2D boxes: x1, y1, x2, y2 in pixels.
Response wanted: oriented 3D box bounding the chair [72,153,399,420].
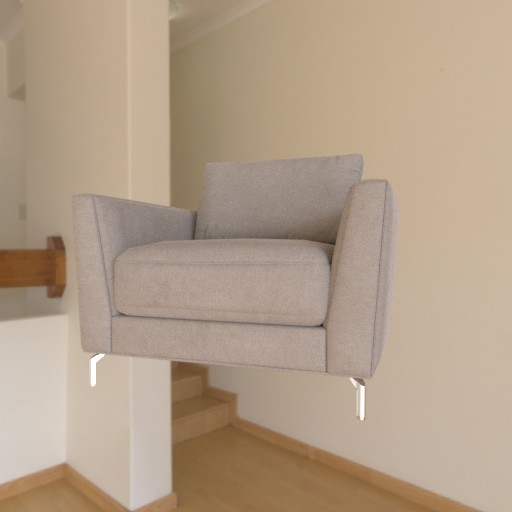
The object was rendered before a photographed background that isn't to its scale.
[{"bbox_3d":[0.000,0.000,1.704,1.041,0.864,0.889,0,1,19],"label":"chair"}]
